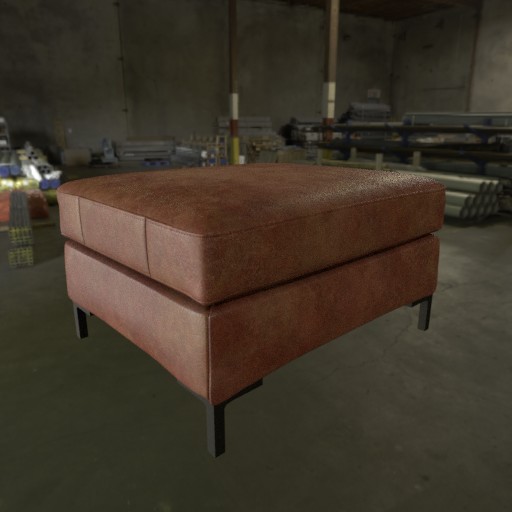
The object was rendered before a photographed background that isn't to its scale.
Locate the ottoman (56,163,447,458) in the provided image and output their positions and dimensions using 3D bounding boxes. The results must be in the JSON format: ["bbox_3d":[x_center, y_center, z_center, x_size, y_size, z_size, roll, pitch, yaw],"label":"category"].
[{"bbox_3d":[0.000,0.000,1.754,1.186,0.667,0.965,-15,22,-40],"label":"ottoman"}]
